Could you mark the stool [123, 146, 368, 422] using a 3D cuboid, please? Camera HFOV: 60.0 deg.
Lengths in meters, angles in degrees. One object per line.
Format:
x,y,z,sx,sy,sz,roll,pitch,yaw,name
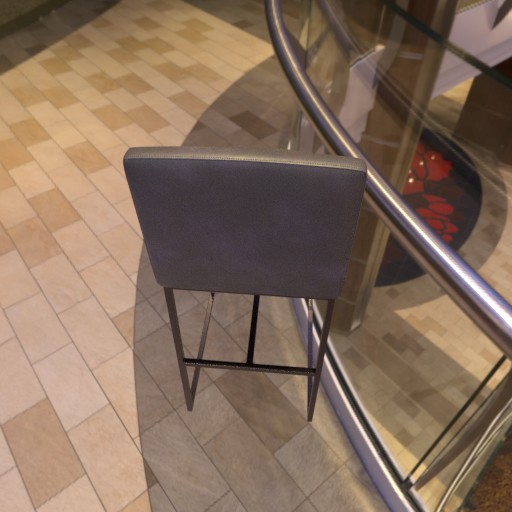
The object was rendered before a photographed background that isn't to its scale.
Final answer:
0.000,0.000,1.340,0.463,1.065,0.562,4,47,3,stool
